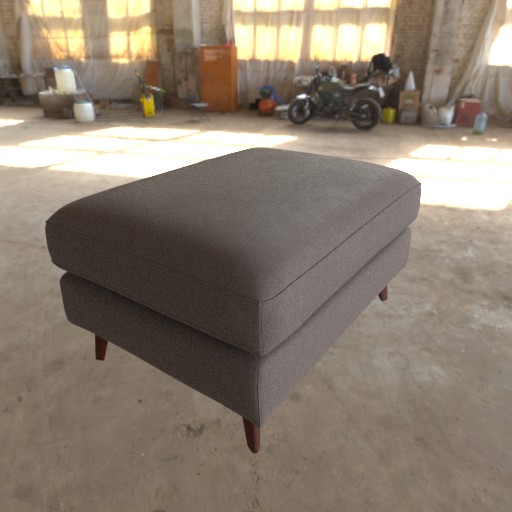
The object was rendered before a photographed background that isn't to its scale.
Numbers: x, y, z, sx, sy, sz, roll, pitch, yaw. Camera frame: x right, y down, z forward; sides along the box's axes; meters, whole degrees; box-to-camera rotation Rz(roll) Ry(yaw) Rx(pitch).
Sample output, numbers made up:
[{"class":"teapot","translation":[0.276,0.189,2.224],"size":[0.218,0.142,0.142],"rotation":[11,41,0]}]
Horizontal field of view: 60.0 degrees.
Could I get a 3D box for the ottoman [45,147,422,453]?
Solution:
[{"class":"ottoman","translation":[0.000,0.000,1.152],"size":[0.608,0.449,0.811],"rotation":[17,31,31]}]
